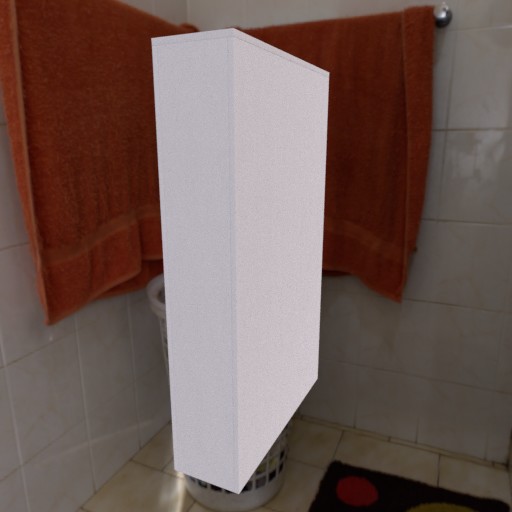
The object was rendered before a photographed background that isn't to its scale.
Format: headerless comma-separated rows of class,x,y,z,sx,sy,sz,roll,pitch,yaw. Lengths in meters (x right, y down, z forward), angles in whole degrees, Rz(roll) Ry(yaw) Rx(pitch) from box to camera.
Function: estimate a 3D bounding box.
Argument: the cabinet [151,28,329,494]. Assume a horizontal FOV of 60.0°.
cabinet,0.000,0.000,1.554,0.250,1.280,0.750,7,16,25
